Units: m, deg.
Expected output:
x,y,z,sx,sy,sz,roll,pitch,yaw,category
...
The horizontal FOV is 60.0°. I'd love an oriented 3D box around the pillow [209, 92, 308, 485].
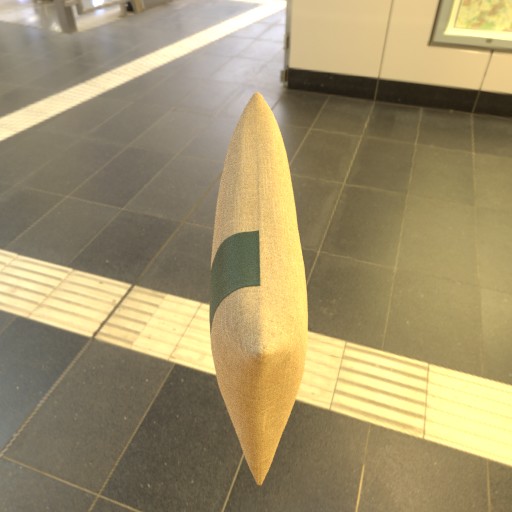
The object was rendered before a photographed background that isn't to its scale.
x,y,z,sx,sy,sz,roll,pitch,yaw,category
0.000,0.000,1.011,0.197,0.429,0.859,0,41,0,pillow
